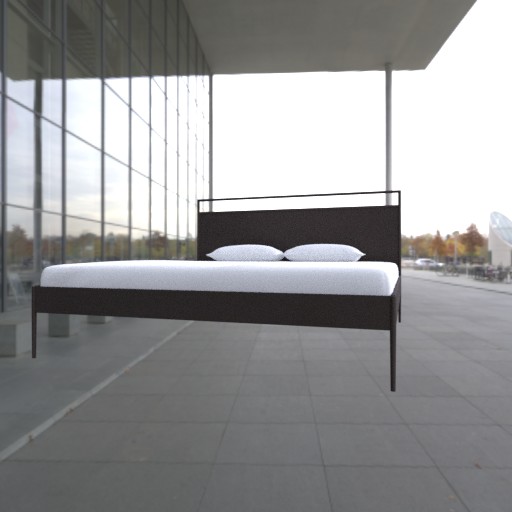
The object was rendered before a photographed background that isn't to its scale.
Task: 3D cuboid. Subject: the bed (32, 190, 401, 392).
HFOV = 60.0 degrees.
[{"bbox_3d":[0.000,0.000,3.234,1.993,1.173,2.151,0,0,19],"label":"bed"}]
